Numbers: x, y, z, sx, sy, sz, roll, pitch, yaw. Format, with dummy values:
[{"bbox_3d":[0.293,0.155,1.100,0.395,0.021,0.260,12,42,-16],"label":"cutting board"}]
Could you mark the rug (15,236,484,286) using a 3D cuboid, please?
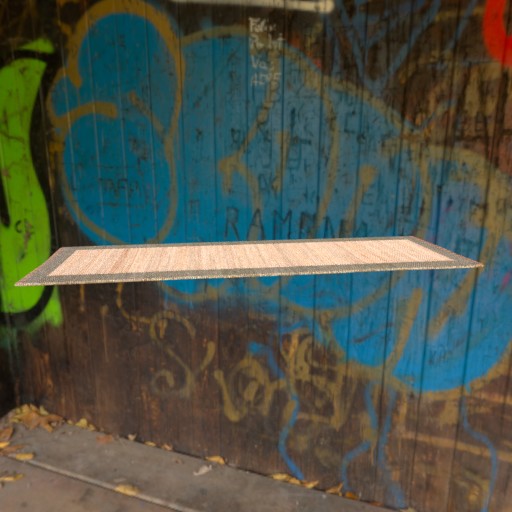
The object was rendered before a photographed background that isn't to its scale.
[{"bbox_3d":[0.000,0.000,2.636,2.413,0.016,0.810,-2,14,-8],"label":"rug"}]
